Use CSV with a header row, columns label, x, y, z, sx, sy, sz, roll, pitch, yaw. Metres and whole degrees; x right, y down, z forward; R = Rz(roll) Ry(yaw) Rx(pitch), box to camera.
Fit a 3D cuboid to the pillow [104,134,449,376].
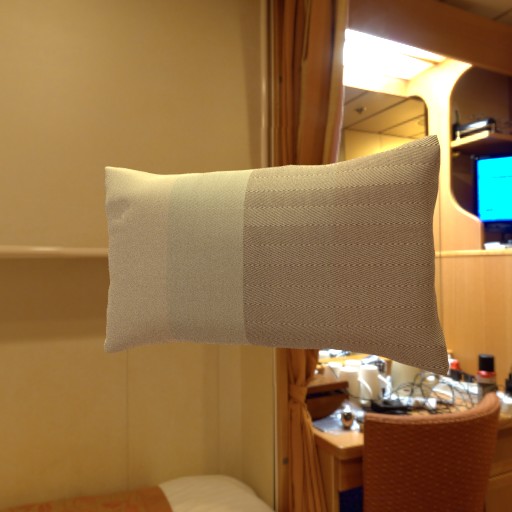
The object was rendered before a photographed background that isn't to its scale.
label,x,y,z,sx,sy,sz,roll,pitch,yaw
pillow,0.000,0.000,0.634,0.506,0.305,0.139,0,-1,18
